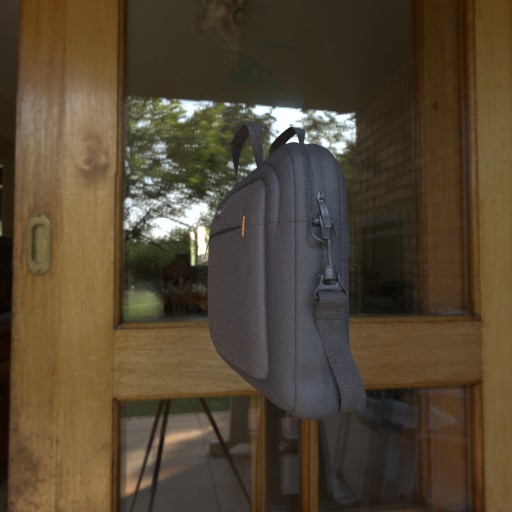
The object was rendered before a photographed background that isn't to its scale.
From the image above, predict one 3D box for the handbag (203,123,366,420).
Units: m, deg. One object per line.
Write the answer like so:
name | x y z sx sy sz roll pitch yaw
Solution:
handbag | 0.000 0.000 0.443 0.089 0.244 0.320 1 -2 -15
